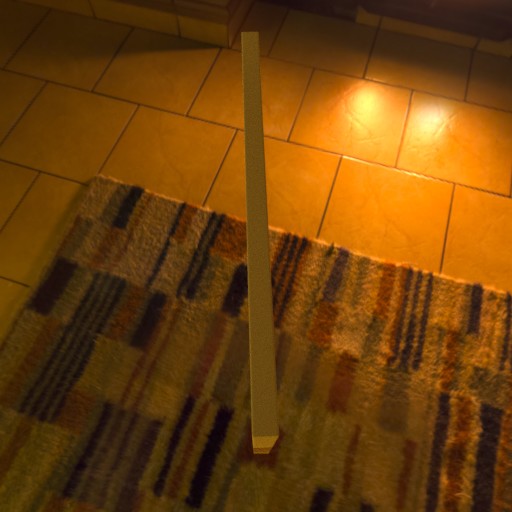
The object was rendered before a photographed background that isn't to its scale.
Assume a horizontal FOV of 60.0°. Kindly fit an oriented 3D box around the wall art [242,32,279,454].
[{"bbox_3d":[0.000,0.000,1.431,0.051,0.761,1.138,-2,64,-1],"label":"wall art"}]
